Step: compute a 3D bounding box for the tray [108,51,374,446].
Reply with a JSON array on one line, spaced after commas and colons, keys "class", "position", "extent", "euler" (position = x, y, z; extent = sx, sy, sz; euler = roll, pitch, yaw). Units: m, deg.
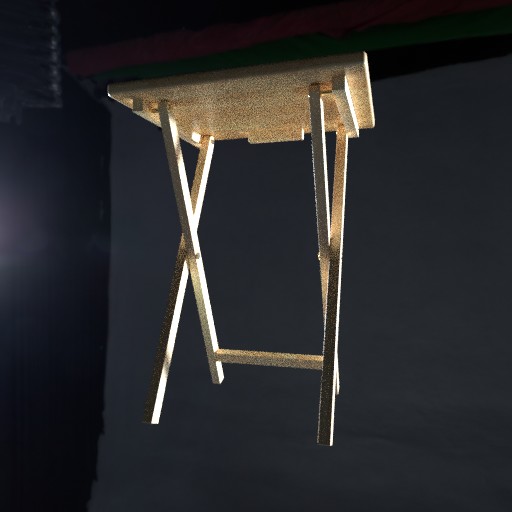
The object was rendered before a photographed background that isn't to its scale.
[{"class": "tray", "position": [0.000, 0.000, 0.960], "extent": [0.483, 0.660, 0.381], "euler": [0, 0, 17]}]
